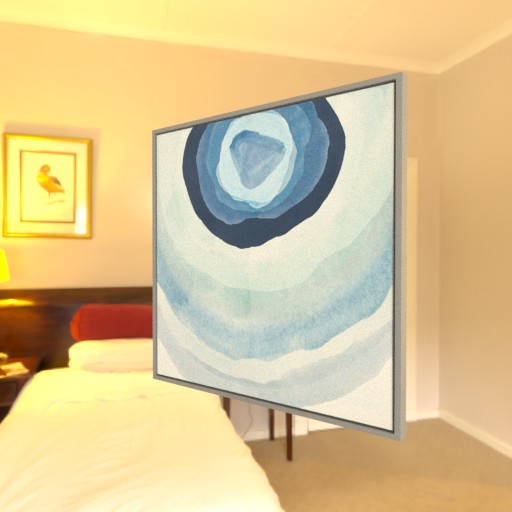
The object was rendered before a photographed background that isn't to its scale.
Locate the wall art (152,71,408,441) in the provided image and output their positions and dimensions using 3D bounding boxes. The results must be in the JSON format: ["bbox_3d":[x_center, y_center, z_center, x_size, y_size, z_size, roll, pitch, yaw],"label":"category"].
[{"bbox_3d":[0.000,0.000,1.217,0.809,0.807,0.038,1,1,36],"label":"wall art"}]
